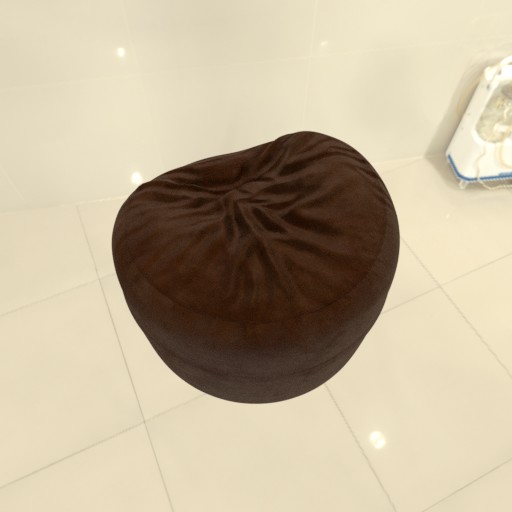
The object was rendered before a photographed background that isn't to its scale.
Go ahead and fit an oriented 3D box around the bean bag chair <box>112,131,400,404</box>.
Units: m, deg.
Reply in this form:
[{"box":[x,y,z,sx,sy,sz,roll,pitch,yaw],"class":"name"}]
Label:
[{"box":[0.000,0.000,1.551,0.918,0.616,0.918,0,57,0],"class":"bean bag chair"}]
